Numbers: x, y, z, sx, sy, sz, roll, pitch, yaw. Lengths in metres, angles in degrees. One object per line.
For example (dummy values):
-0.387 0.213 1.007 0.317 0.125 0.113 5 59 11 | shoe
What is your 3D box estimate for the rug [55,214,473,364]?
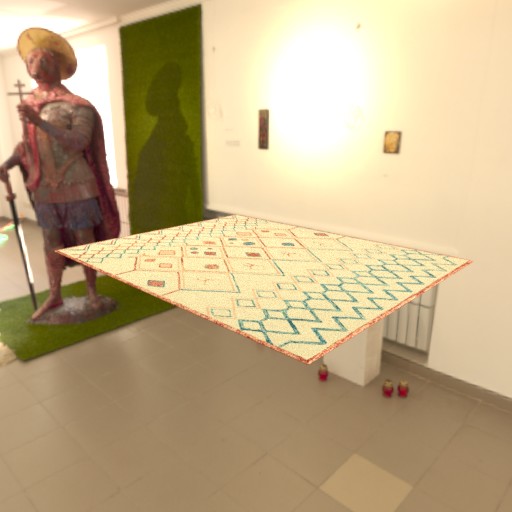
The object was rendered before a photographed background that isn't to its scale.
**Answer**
0.000 0.000 4.119 3.050 0.016 2.441 15 22 41 | rug
